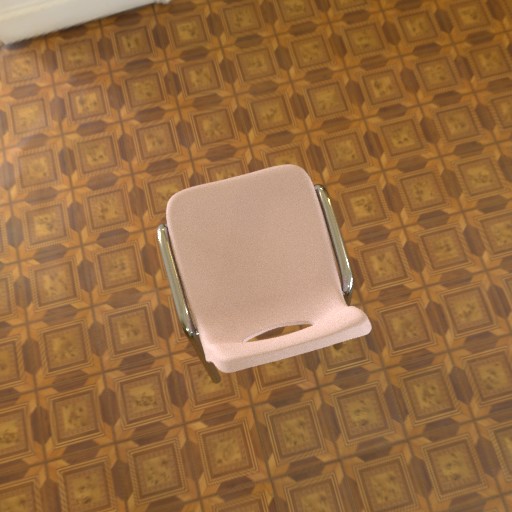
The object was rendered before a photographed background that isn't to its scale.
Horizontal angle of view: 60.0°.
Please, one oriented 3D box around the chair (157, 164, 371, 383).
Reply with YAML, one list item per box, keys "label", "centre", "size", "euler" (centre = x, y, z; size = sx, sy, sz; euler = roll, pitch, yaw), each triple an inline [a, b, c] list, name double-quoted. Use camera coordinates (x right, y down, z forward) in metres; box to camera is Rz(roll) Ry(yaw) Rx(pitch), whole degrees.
- label: "chair"
  centre: [0.000, 0.000, 0.852]
  size: [0.354, 0.586, 0.423]
  euler: [-15, 76, -4]
